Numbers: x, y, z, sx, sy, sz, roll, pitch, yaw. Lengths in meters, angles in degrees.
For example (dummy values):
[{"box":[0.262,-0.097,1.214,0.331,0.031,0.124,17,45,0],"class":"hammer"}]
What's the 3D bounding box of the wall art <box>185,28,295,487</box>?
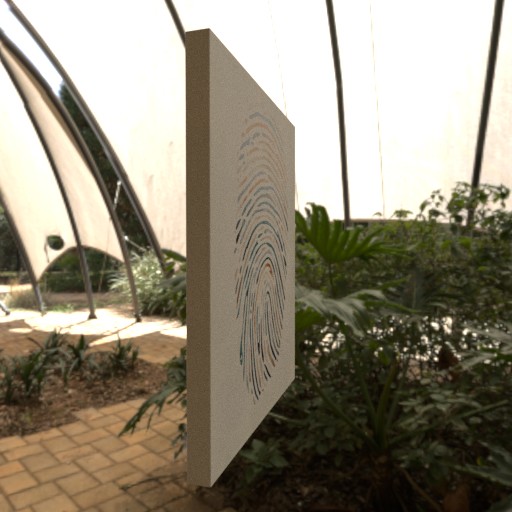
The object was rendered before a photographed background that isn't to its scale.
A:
[{"box":[0.000,0.000,0.830,0.037,0.606,0.508,0,2,18],"class":"wall art"}]
